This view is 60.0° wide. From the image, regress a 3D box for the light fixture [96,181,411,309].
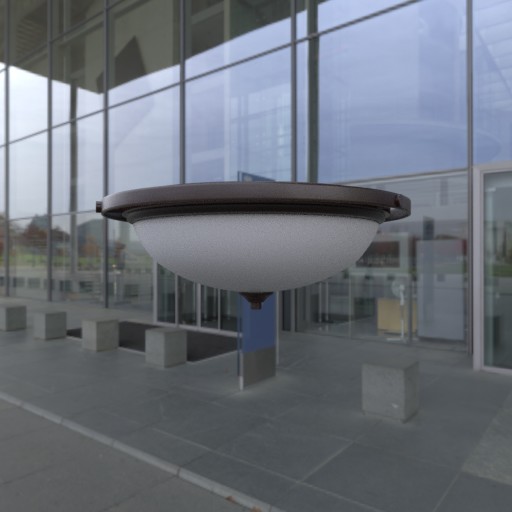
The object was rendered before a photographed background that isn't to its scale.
[{"bbox_3d":[0.000,0.000,0.546,0.361,0.130,0.361,0,0,0],"label":"light fixture"}]
